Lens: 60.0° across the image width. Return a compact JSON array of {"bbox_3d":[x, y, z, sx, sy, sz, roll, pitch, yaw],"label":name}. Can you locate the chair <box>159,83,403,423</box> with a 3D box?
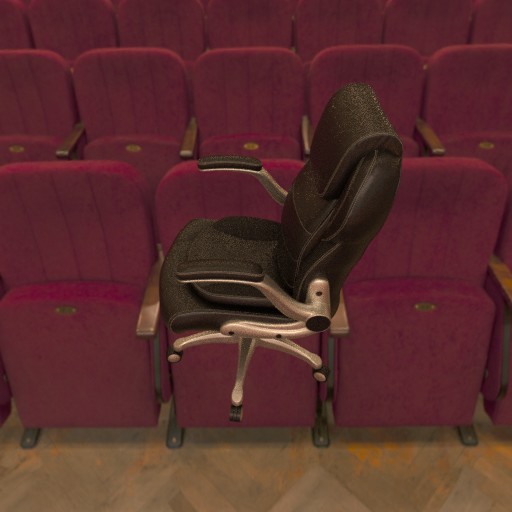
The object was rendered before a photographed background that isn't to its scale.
[{"bbox_3d":[0.000,0.000,1.649,0.801,1.141,0.724,0,40,0],"label":"chair"}]
